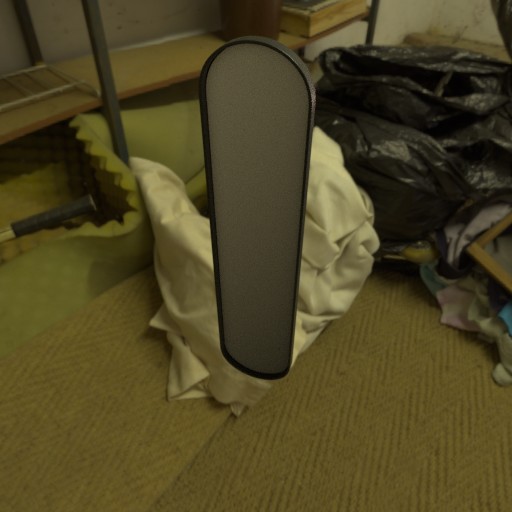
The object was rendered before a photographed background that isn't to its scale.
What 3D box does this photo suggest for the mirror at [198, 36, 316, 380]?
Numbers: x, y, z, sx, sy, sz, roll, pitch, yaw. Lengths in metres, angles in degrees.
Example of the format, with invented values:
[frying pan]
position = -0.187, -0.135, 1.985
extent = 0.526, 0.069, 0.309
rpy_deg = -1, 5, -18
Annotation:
[mirror]
position = 0.000, 0.000, 1.084
extent = 0.222, 0.991, 0.032
rpy_deg = 13, 43, 15
